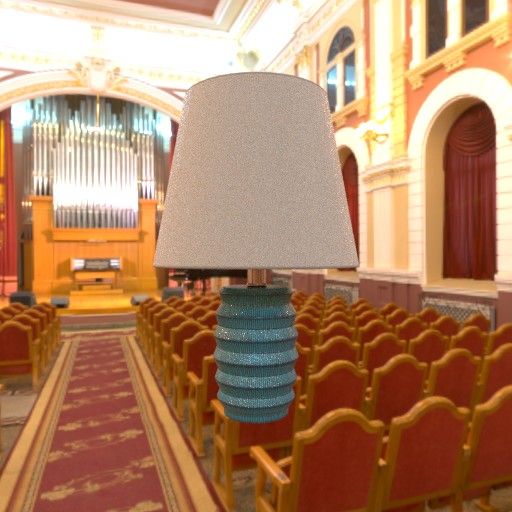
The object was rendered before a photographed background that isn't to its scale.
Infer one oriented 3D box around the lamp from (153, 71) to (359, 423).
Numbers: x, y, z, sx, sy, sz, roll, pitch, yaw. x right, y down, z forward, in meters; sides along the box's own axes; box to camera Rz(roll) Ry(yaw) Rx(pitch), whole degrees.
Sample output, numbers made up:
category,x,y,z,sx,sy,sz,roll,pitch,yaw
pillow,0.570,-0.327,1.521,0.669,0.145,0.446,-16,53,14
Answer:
category,x,y,z,sx,sy,sz,roll,pitch,yaw
lamp,0.000,0.000,0.560,0.254,0.392,0.254,0,0,0
